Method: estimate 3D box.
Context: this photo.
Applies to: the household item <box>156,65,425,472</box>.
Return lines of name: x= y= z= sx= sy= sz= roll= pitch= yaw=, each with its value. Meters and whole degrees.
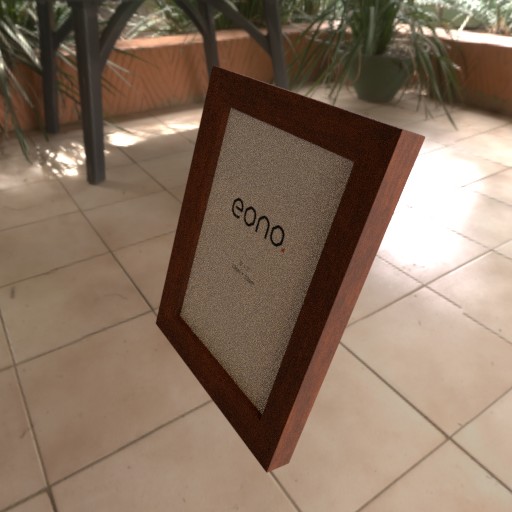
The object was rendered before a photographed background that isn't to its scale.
household item: x=0.000 y=0.000 z=0.291 sx=0.096 sy=0.204 sz=0.160 roll=-22 pitch=40 yaw=-28
